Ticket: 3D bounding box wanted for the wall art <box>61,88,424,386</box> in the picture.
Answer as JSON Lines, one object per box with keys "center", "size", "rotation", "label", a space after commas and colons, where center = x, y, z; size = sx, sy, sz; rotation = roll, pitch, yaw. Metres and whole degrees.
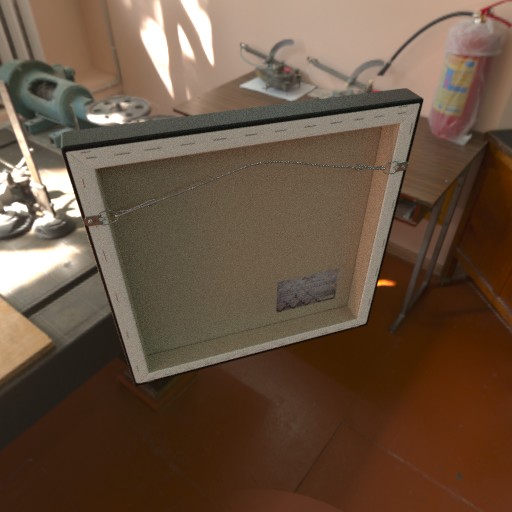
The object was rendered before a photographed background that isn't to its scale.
{"center": [0.000, 0.000, 0.616], "size": [0.406, 0.407, 0.041], "rotation": [-12, 42, -13], "label": "wall art"}
